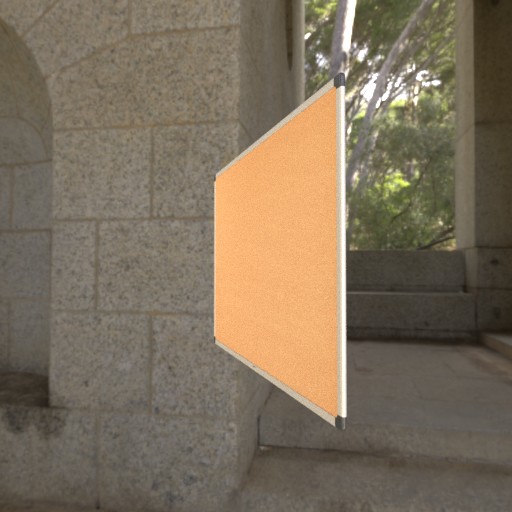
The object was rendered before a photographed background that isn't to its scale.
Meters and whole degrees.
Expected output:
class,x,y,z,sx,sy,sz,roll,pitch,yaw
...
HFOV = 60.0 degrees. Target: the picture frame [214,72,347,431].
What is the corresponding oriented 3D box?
class,x,y,z,sx,sy,sz,roll,pitch,yaw
picture frame,0.000,0.000,1.159,0.010,0.600,0.900,0,-1,-19
